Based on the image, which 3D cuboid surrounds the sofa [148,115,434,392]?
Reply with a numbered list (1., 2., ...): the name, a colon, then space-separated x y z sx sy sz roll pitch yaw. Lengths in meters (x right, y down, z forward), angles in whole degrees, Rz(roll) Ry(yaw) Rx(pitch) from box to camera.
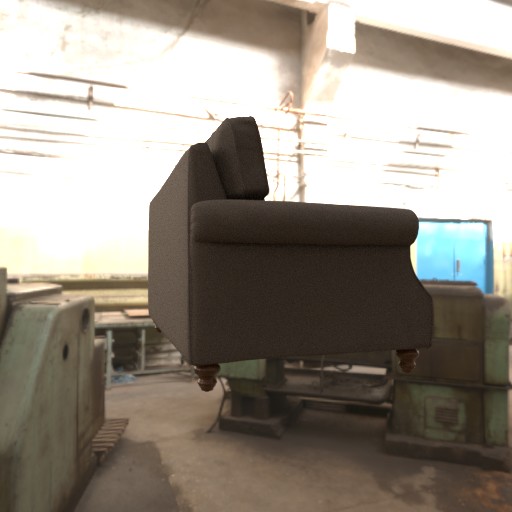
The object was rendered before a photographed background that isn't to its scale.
1. sofa: 0.000 0.000 2.270 0.964 0.937 1.665 0 -1 -19
